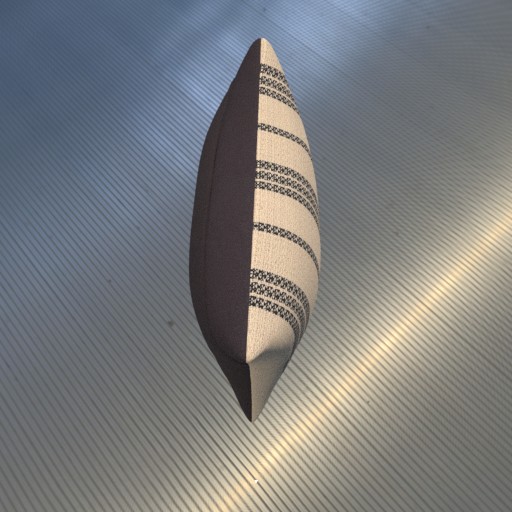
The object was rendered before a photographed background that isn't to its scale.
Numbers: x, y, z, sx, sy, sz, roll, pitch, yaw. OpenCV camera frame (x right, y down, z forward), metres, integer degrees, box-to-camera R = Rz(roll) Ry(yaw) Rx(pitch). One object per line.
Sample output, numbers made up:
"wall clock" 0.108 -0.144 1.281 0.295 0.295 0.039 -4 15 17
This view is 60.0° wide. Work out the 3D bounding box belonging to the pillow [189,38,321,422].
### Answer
"pillow" 0.000 0.000 0.635 0.173 0.406 0.405 2 63 1
